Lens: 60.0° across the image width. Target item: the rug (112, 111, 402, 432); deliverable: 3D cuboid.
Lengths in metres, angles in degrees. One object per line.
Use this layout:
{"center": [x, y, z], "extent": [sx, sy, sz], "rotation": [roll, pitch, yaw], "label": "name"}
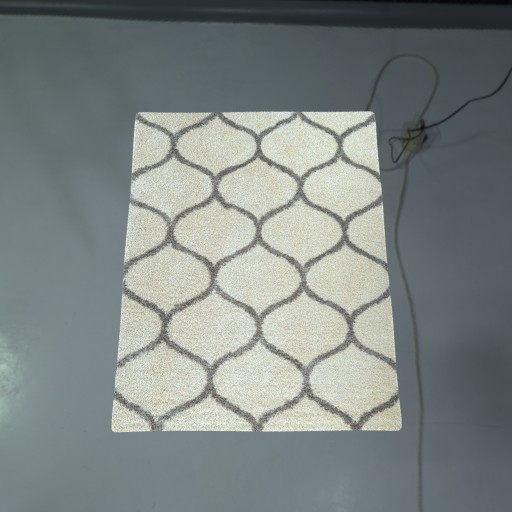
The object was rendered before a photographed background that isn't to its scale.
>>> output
{"center": [0.000, 0.000, 4.055], "extent": [2.399, 0.026, 3.000], "rotation": [0, 75, 0], "label": "rug"}
